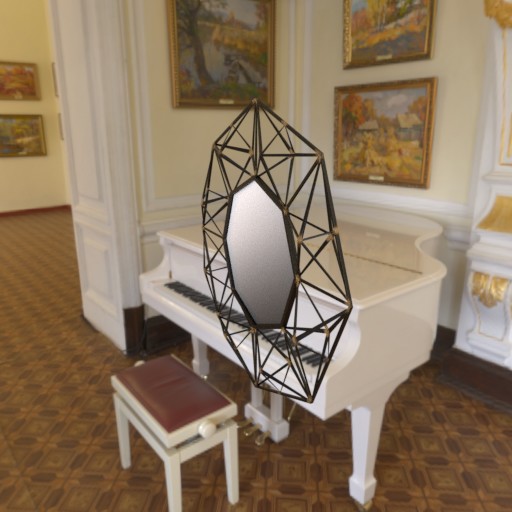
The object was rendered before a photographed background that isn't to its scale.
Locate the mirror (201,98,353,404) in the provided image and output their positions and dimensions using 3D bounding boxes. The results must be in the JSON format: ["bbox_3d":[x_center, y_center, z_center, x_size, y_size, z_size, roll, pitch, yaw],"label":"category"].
[{"bbox_3d":[0.000,0.000,1.056,0.094,0.710,0.710,-8,18,-26],"label":"mirror"}]
